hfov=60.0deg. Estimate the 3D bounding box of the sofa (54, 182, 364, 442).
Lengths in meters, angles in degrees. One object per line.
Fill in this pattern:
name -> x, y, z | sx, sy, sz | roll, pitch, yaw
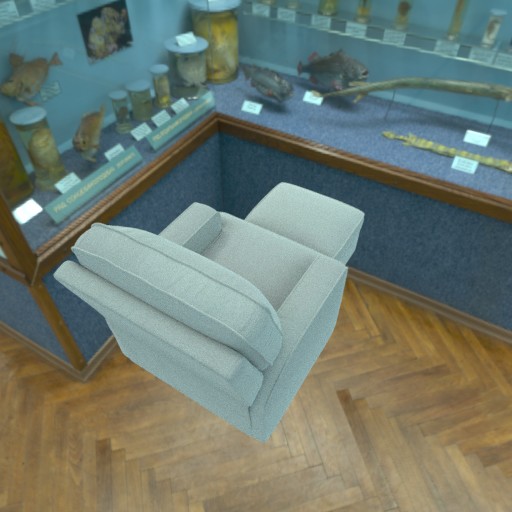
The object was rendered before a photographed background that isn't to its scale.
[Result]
sofa -> 0.000, 0.000, 2.077 | 0.861, 0.959, 1.472 | 25, 51, 22
